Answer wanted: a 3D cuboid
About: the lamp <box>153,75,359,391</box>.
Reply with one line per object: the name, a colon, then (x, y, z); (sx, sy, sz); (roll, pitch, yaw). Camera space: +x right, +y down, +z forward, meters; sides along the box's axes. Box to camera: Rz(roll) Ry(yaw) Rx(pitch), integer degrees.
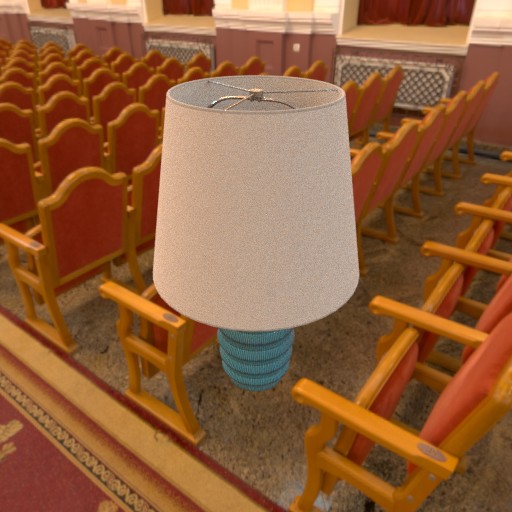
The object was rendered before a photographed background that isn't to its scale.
lamp: (0.000, 0.000, 0.550); (0.254, 0.392, 0.254); (0, 31, 0)
